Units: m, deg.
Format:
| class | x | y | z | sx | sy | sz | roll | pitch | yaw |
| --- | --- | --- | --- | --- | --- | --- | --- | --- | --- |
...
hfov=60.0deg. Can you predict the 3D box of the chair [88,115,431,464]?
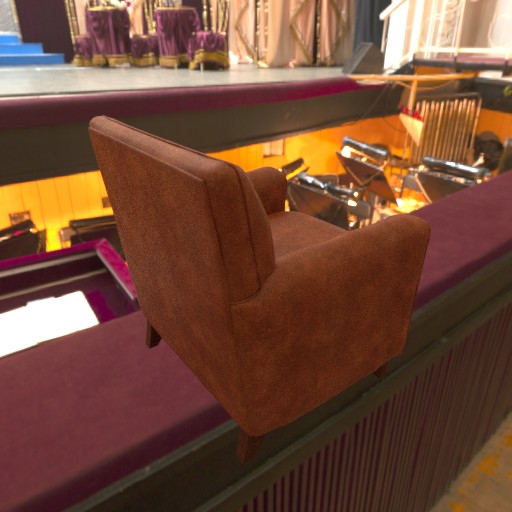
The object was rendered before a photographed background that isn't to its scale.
| class | x | y | z | sx | sy | sz | roll | pitch | yaw |
| --- | --- | --- | --- | --- | --- | --- | --- | --- | --- |
| chair | 0.000 | 0.000 | 1.589 | 0.823 | 0.943 | 0.870 | -18 | 31 | -32 |
